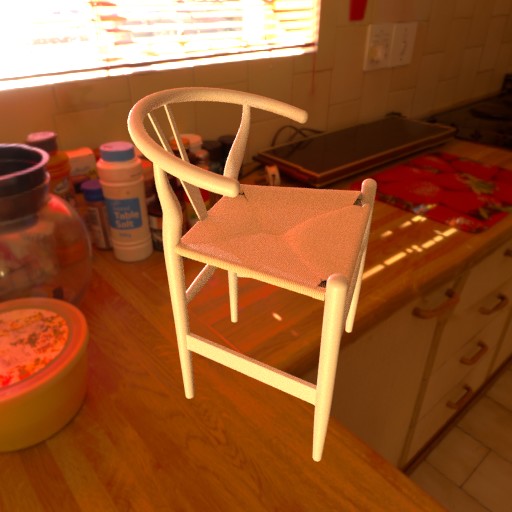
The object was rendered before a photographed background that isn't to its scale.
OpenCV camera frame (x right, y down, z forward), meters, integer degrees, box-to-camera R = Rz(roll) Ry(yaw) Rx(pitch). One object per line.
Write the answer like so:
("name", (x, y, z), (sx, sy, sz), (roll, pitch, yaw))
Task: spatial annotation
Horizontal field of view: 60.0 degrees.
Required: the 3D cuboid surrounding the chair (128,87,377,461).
("chair", (0.000, 0.000, 1.094), (0.500, 0.736, 0.533), (10, 33, 16))
